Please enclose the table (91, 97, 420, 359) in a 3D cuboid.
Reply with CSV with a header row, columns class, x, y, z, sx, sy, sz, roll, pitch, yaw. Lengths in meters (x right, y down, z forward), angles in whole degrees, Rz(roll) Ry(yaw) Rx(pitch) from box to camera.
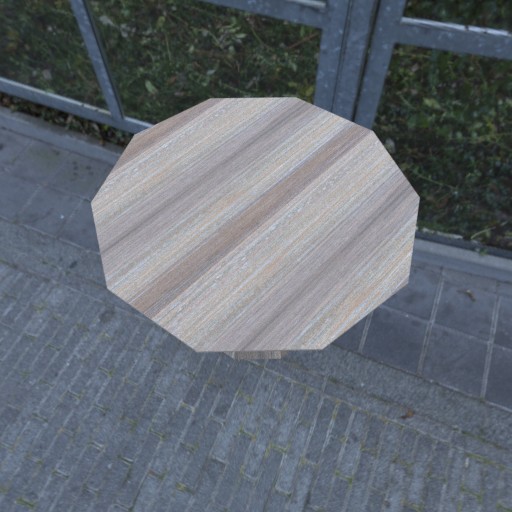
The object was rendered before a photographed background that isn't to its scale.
class,x,y,z,sx,sy,sz,roll,pitch,yaw
table,0.000,0.000,1.917,1.186,0.752,1.186,0,58,0
